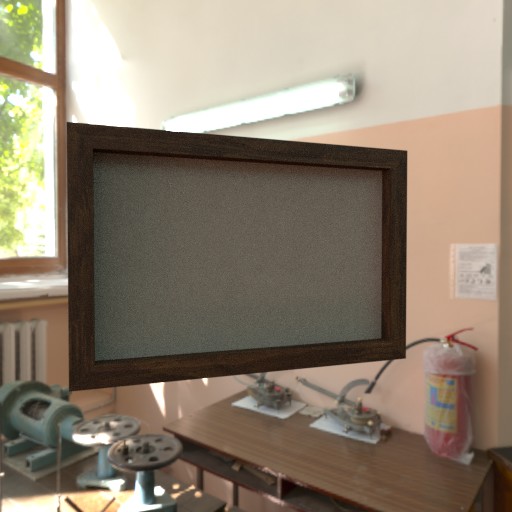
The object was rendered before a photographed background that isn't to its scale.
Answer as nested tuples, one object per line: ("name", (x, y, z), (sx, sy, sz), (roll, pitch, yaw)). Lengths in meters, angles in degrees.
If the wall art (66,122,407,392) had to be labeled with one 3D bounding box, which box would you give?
("wall art", (0.000, 0.000, 0.780), (0.609, 0.405, 0.035), (0, 1, -19))
